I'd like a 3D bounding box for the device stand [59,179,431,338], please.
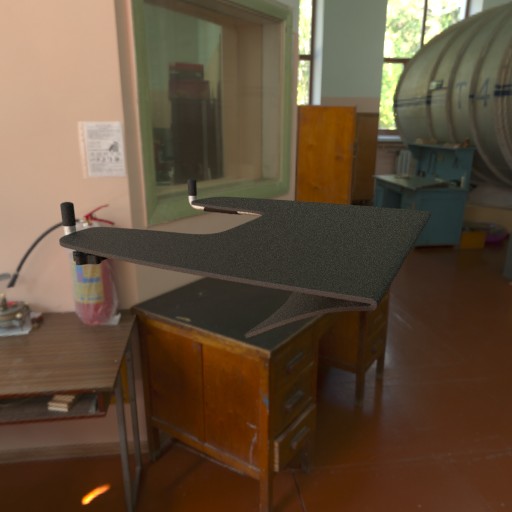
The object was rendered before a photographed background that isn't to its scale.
[{"bbox_3d":[0.000,0.000,0.346,0.230,0.092,0.230,8,18,25],"label":"device stand"}]
